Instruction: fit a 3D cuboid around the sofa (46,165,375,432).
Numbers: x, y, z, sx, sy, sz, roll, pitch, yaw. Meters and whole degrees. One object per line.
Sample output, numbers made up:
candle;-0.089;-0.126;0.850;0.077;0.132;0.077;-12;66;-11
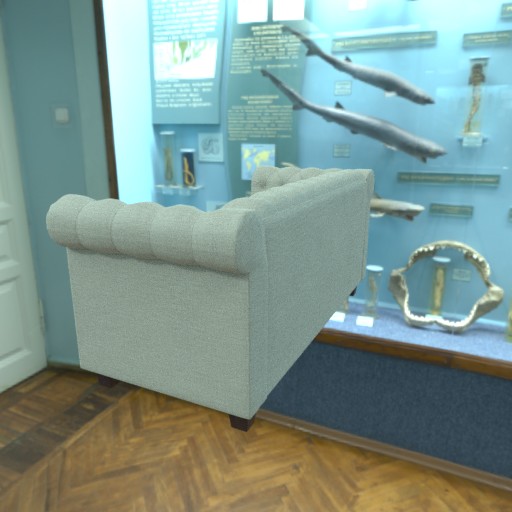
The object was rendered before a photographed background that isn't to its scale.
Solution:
sofa;0.000;0.000;2.224;0.783;0.797;1.798;7;17;25
